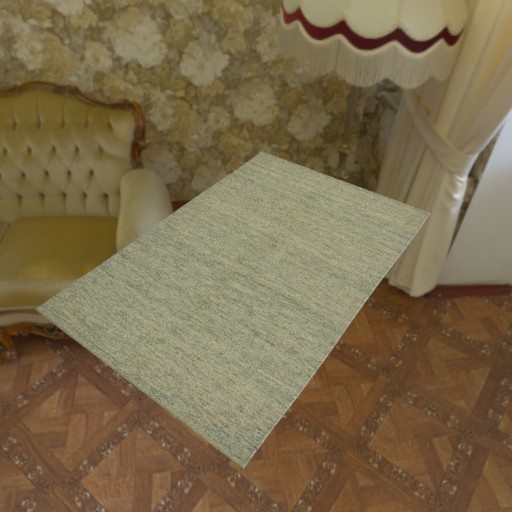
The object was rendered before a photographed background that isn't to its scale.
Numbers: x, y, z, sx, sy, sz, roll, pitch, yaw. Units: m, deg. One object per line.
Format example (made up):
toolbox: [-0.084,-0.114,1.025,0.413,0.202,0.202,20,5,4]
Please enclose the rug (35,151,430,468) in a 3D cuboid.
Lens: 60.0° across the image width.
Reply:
rug: [0.000,0.000,2.946,1.547,0.013,2.283,26,49,26]
